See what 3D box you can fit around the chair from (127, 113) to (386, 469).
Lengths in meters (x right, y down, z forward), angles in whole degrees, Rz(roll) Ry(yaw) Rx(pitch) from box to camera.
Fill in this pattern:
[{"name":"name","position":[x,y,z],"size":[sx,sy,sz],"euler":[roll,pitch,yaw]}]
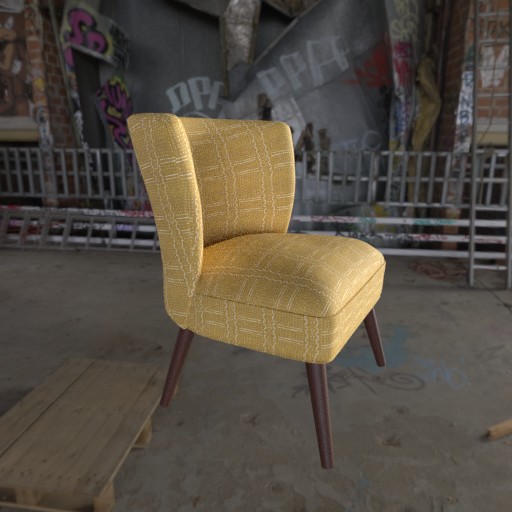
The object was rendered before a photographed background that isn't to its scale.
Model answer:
[{"name":"chair","position":[0.000,0.000,1.417],"size":[0.758,0.866,0.706],"euler":[8,17,27]}]
